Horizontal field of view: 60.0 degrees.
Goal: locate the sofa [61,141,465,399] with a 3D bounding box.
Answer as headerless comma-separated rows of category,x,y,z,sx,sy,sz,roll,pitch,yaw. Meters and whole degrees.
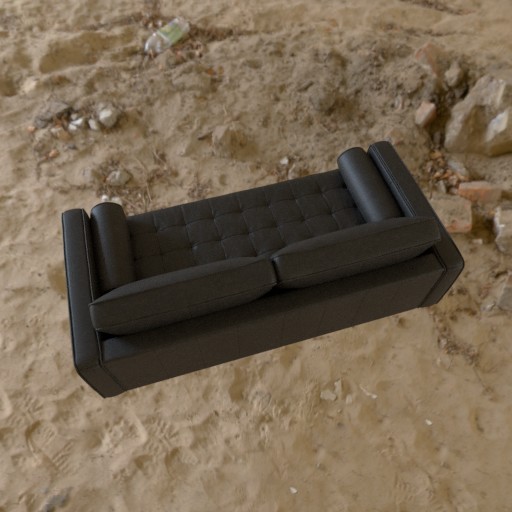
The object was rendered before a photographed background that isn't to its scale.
sofa,0.000,0.000,2.369,1.879,0.770,0.921,-14,59,-9
